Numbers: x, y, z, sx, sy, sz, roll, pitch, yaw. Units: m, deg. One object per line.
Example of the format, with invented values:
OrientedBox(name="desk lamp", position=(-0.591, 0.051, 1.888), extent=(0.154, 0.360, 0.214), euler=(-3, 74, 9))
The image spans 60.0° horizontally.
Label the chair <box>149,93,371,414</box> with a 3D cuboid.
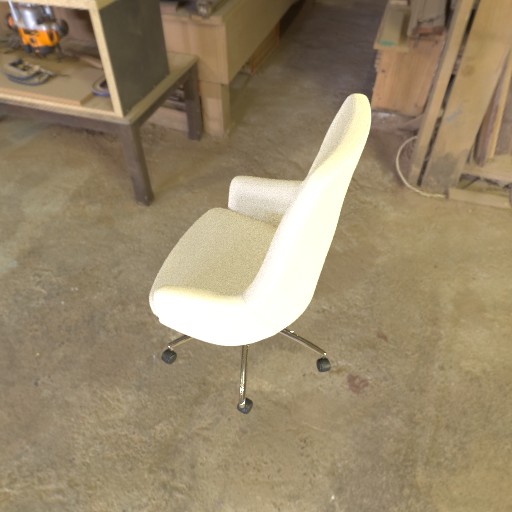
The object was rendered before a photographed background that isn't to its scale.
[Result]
OrientedBox(name="chair", position=(0.000, 0.000, 1.459), extent=(0.640, 1.049, 0.620), euler=(16, 49, 14))
